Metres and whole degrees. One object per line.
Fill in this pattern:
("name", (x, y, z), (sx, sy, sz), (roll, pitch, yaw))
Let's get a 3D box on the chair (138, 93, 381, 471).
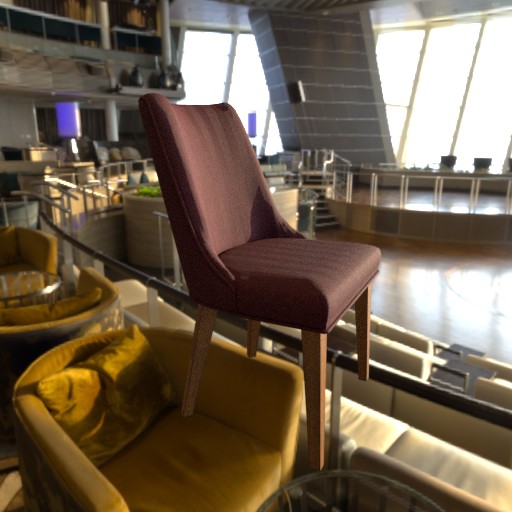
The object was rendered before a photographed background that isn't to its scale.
("chair", (0.000, 0.000, 1.337), (0.638, 0.916, 0.548), (8, 17, 26))
